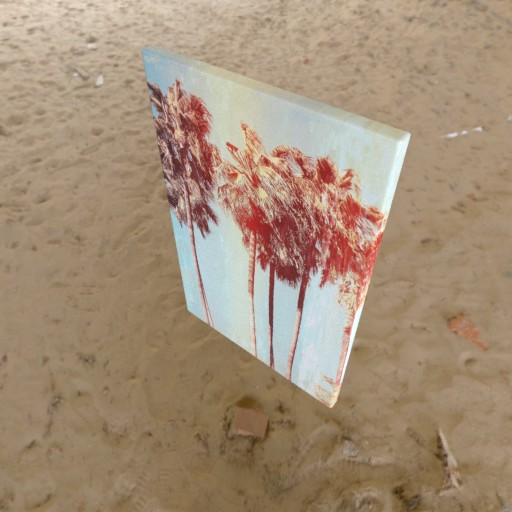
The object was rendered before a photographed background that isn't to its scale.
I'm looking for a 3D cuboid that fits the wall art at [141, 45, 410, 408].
[{"bbox_3d":[0.000,0.000,1.156,0.605,0.915,0.037,29,52,26],"label":"wall art"}]
